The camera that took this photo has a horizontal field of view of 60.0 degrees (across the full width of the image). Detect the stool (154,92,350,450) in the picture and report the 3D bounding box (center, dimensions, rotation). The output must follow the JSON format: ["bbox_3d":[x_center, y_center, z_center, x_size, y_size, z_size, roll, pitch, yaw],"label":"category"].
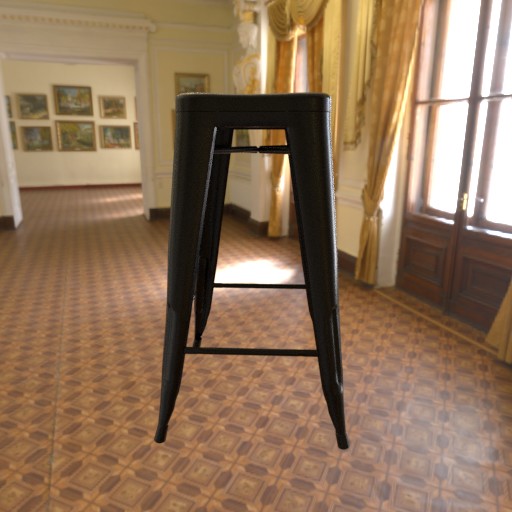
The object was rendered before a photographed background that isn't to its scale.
[{"bbox_3d":[0.000,0.000,0.911,0.423,0.609,0.455,-2,15,-8],"label":"stool"}]
